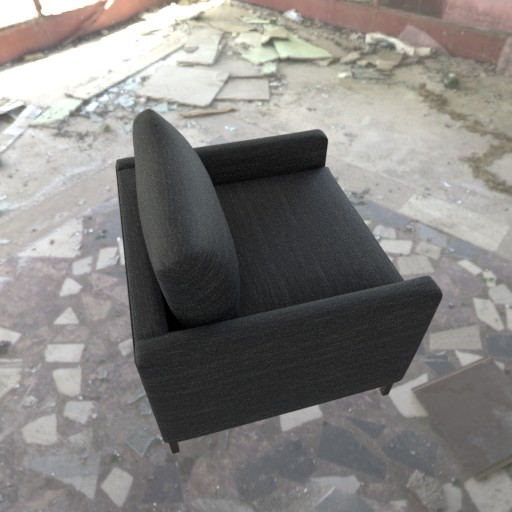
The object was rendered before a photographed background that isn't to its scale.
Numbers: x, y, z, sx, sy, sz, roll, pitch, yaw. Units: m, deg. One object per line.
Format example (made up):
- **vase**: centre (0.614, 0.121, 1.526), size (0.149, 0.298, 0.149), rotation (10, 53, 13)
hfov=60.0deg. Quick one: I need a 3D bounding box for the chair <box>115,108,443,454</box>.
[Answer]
- **chair**: centre (0.000, 0.000, 1.595), size (0.866, 0.861, 0.963), rotation (-11, 47, -11)
